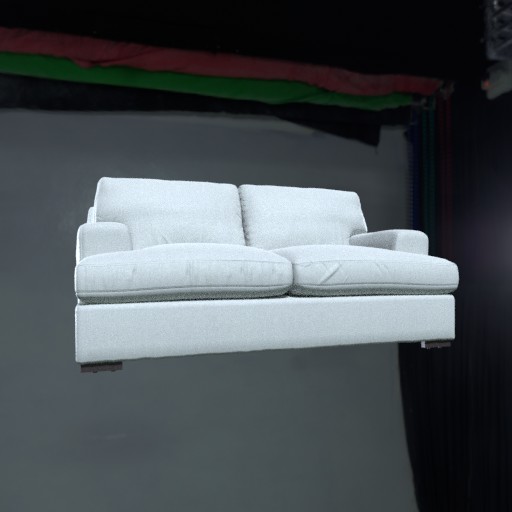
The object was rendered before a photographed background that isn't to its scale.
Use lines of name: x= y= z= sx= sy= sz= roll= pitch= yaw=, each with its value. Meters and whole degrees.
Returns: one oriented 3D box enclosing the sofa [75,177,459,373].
sofa: x=0.000 y=0.000 z=2.498 sx=1.880 sy=0.940 sz=1.143 roll=0 pitch=-1 yaw=-18
